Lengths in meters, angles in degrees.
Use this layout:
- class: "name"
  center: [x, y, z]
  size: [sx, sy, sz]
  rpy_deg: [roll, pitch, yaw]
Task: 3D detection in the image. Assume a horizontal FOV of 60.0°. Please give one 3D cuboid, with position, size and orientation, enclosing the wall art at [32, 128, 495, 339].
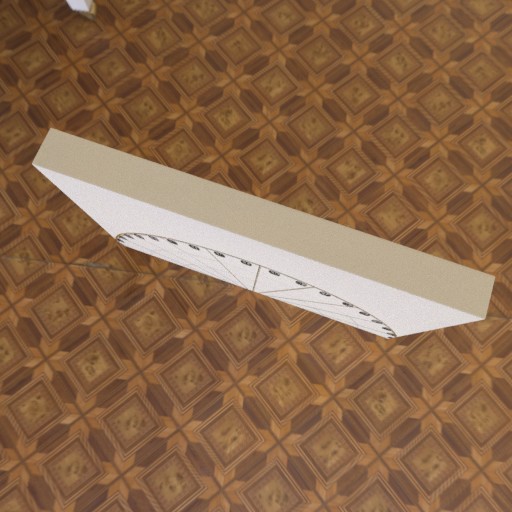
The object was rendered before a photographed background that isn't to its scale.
- class: "wall art"
  center: [0.000, 0.000, 0.481]
  size: [0.384, 0.254, 0.039]
  rpy_deg: [19, 77, 5]
